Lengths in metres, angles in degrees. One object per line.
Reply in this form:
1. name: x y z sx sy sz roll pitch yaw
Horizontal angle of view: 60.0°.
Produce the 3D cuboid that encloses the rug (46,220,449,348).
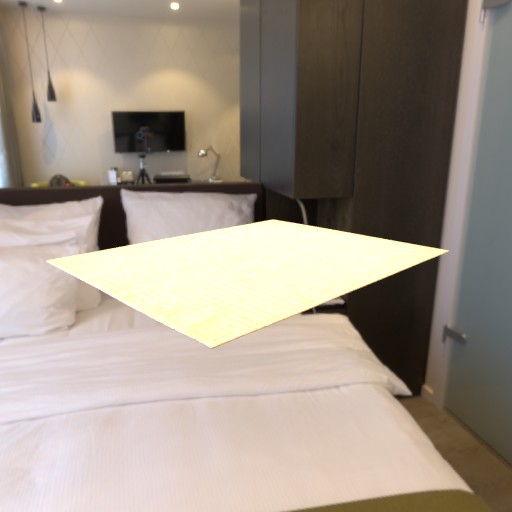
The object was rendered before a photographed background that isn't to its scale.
1. rug: 0.000 0.000 4.276 3.061 0.014 2.447 -14 20 -42
